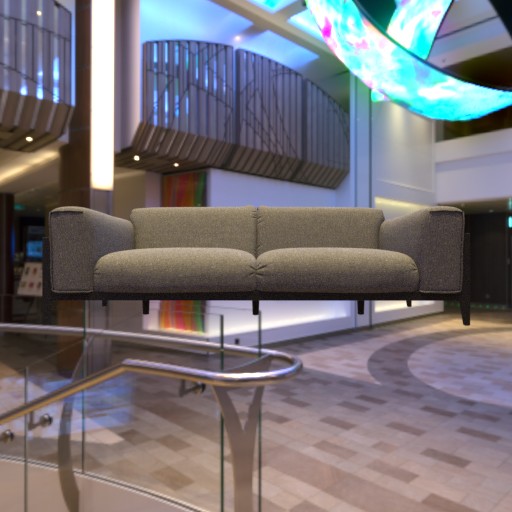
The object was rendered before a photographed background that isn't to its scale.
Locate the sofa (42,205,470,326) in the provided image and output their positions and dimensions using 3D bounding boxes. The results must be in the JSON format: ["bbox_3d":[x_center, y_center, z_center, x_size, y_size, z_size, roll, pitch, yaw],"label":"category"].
[{"bbox_3d":[0.000,0.000,2.657,2.125,0.703,0.985,0,0,0],"label":"sofa"}]
